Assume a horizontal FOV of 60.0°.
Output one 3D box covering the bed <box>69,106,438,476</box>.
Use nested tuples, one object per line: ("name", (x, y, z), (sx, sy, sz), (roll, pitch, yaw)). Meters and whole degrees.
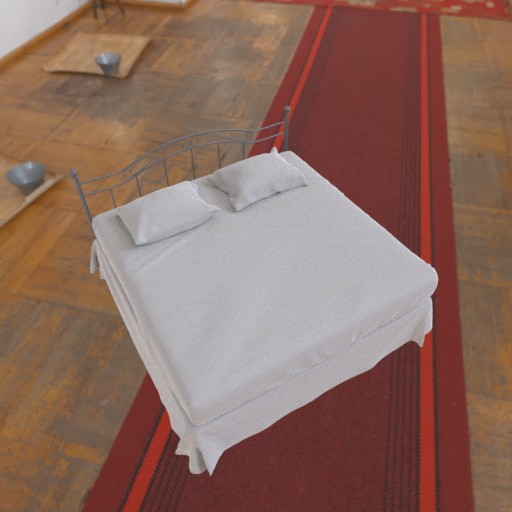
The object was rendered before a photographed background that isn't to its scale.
("bed", (0.000, 0.000, 3.494), (2.309, 1.080, 2.220), (-23, 50, -21))
